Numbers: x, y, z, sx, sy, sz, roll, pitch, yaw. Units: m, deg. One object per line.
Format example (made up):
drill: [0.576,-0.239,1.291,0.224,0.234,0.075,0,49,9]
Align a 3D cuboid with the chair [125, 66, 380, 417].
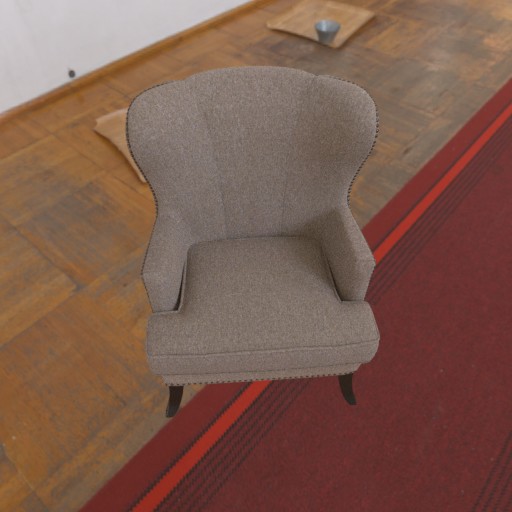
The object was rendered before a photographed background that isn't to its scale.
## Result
chair: [0.000,0.000,1.590,0.759,1.060,0.758,-3,48,-3]
